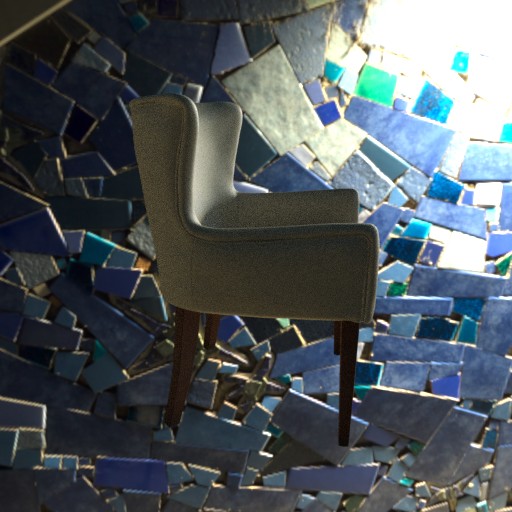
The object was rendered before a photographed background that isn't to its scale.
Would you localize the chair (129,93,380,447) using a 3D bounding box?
[{"bbox_3d":[0.000,0.000,1.411,0.686,0.952,0.660,2,17,8],"label":"chair"}]
